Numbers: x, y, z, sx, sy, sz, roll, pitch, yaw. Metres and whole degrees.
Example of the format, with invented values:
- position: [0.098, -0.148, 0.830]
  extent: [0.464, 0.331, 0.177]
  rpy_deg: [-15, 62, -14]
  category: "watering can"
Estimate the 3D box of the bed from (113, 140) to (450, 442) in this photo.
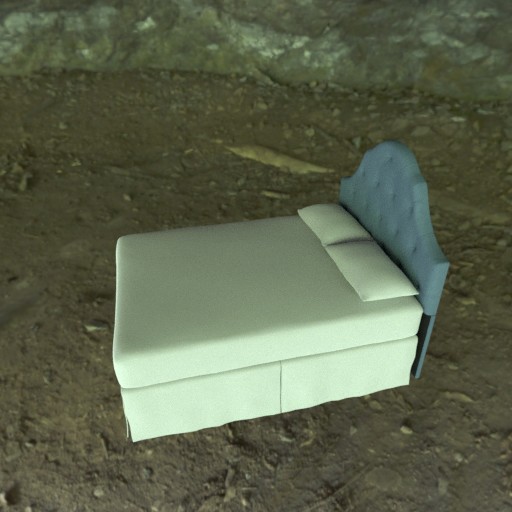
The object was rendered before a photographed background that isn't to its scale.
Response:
- position: [0.000, 0.000, 3.334]
  extent: [2.155, 1.575, 1.636]
  rpy_deg: [-8, 32, -12]
  category: "bed"
